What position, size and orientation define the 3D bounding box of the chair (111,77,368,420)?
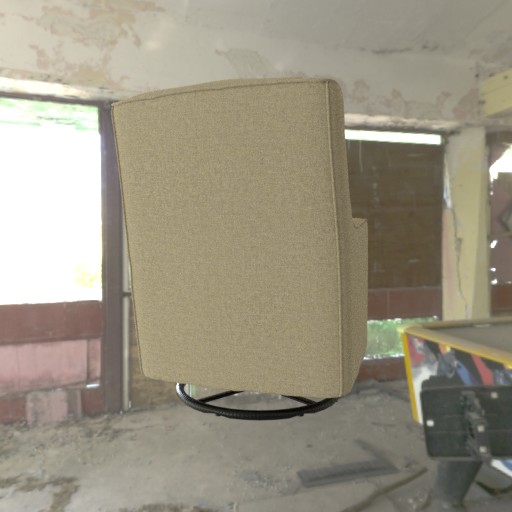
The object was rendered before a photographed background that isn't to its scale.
[{"bbox_3d":[0.000,0.000,1.600,0.732,0.993,0.879,1,2,18],"label":"chair"}]
